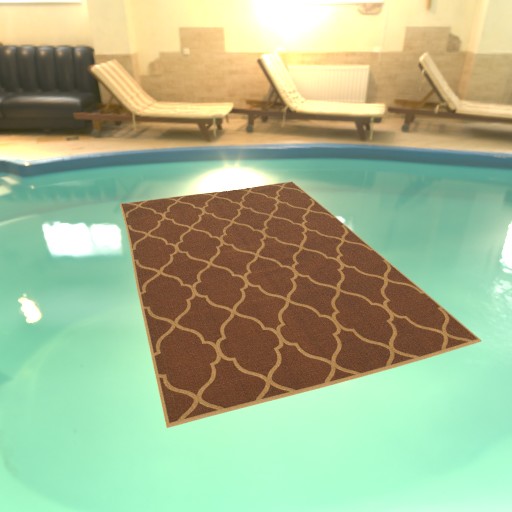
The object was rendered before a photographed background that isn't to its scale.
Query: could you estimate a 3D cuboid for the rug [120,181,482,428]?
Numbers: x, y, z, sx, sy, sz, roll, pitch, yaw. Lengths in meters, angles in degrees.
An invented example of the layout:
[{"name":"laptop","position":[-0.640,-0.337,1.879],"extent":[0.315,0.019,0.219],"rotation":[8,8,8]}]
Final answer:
[{"name":"rug","position":[0.000,0.000,2.847],"extent":[1.526,0.014,2.290],"rotation":[-10,32,-17]}]
